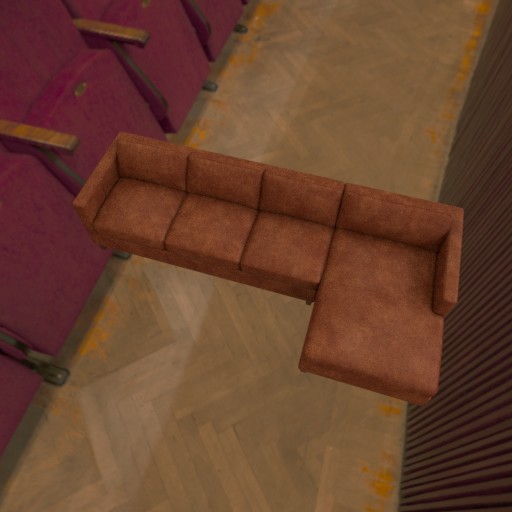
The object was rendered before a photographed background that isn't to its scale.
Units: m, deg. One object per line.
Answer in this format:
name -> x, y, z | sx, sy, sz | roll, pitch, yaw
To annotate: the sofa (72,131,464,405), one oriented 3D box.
sofa -> 0.000, 0.000, 3.840 | 3.203, 0.883, 1.581 | 14, 59, 9
